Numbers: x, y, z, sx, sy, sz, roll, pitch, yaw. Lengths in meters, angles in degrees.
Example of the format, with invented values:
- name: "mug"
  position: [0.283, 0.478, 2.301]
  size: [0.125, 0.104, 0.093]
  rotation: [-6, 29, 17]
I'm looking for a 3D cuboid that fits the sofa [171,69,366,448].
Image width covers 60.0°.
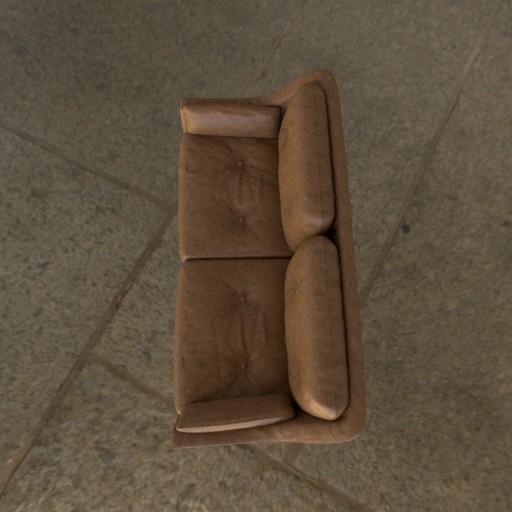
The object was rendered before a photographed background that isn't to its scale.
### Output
- name: "sofa"
  position: [0.000, 0.000, 2.415]
  size: [0.904, 0.839, 1.902]
  rotation: [-1, 74, 0]
